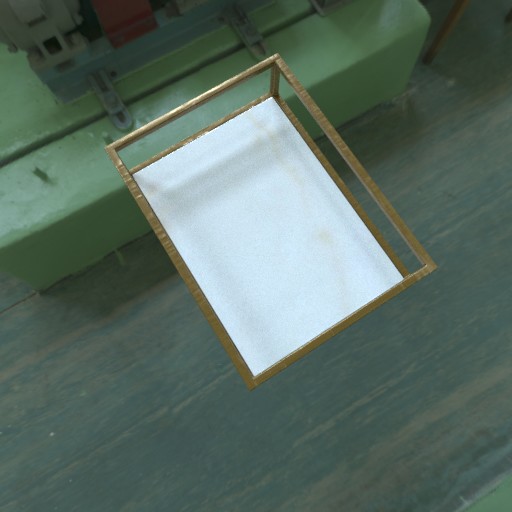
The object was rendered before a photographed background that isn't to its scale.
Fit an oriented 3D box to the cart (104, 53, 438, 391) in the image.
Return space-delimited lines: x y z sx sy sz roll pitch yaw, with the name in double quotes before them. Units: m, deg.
"cart" 0.000 0.000 1.003 0.332 0.761 0.483 -31 78 -7
